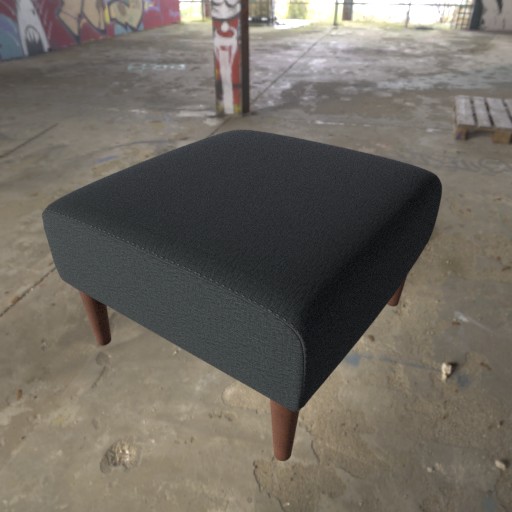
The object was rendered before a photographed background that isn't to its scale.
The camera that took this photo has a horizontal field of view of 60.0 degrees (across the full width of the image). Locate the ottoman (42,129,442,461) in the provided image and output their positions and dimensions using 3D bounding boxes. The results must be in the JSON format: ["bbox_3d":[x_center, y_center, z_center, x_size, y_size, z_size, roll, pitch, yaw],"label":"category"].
[{"bbox_3d":[0.000,0.000,1.038,0.649,0.398,0.650,21,38,29],"label":"ottoman"}]
